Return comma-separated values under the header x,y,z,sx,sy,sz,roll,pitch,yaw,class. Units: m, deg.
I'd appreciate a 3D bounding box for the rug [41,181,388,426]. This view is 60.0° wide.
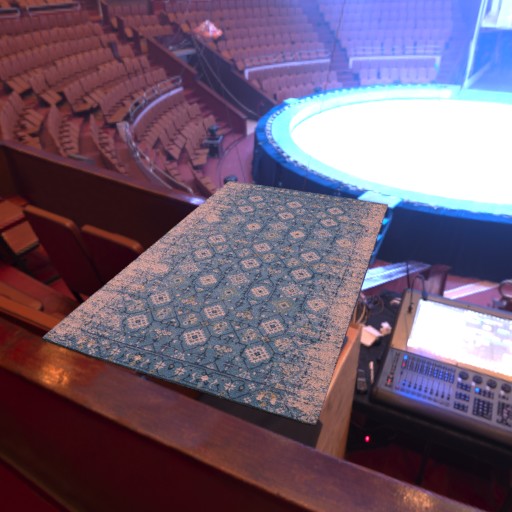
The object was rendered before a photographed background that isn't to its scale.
x,y,z,sx,sy,sz,roll,pitch,yaw,class
0.000,0.000,2.257,1.102,0.008,1.795,11,33,18,rug
